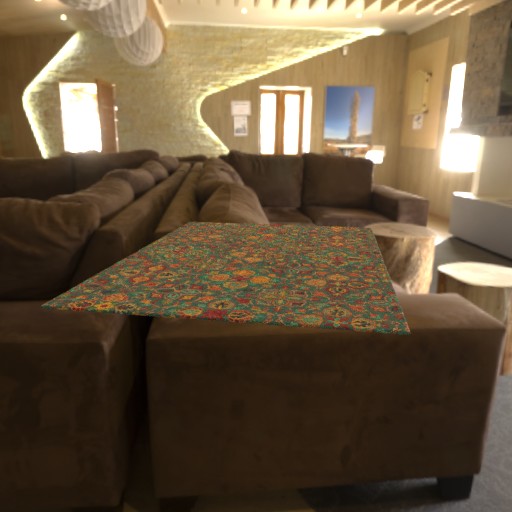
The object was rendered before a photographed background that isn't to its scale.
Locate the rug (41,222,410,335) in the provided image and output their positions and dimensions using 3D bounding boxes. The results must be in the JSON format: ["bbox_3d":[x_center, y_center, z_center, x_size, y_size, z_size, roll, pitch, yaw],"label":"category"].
[{"bbox_3d":[0.000,0.000,4.352,2.434,0.025,3.204,3,15,10],"label":"rug"}]
